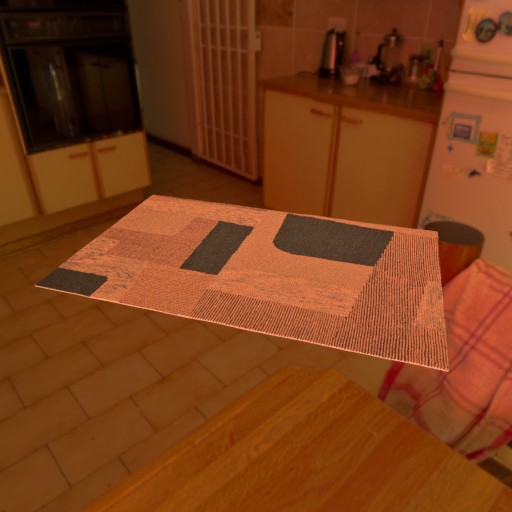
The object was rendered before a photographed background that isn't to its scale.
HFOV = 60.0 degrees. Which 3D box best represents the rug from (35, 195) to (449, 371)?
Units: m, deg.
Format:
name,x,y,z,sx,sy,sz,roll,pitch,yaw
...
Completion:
name,x,y,z,sx,sy,sz,roll,pitch,yaw
rug,0.000,0.000,3.084,2.436,0.015,1.521,9,32,15
